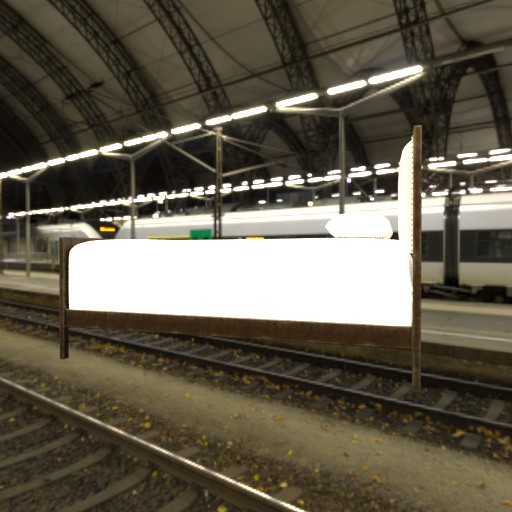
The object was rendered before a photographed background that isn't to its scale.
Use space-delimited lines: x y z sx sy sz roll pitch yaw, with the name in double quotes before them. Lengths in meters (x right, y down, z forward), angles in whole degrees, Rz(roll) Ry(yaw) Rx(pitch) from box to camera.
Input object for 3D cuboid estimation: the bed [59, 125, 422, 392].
"bed" 0.000 0.000 3.279 2.221 1.313 1.607 0 1 18
